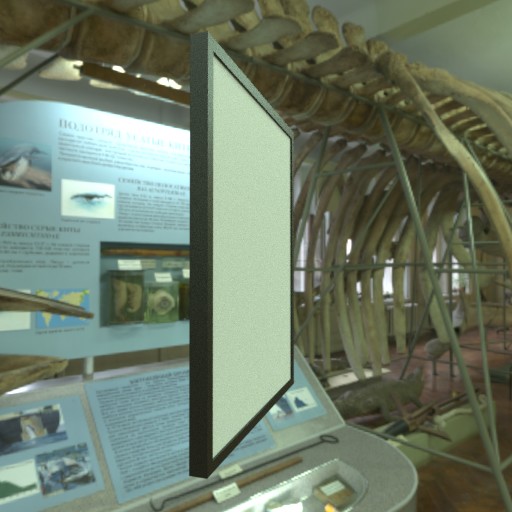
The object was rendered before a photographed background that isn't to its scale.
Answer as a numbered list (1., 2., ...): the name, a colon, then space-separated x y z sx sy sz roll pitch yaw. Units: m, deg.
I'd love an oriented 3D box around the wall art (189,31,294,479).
1. wall art: 0.000 0.000 0.549 0.018 0.397 0.325 0 -1 18
